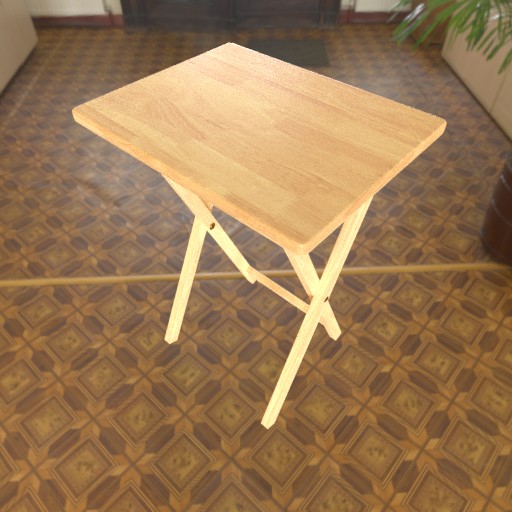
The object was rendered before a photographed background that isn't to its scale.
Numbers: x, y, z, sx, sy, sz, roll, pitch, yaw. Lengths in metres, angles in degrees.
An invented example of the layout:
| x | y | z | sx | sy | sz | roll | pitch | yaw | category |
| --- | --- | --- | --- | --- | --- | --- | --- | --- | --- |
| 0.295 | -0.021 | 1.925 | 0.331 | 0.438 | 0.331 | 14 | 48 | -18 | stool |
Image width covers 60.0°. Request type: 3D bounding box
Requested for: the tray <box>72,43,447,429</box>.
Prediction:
| x | y | z | sx | sy | sz | roll | pitch | yaw | category |
| --- | --- | --- | --- | --- | --- | --- | --- | --- | --- |
| 0.000 | 0.000 | 0.953 | 0.483 | 0.660 | 0.381 | 33 | 54 | 27 | tray |
